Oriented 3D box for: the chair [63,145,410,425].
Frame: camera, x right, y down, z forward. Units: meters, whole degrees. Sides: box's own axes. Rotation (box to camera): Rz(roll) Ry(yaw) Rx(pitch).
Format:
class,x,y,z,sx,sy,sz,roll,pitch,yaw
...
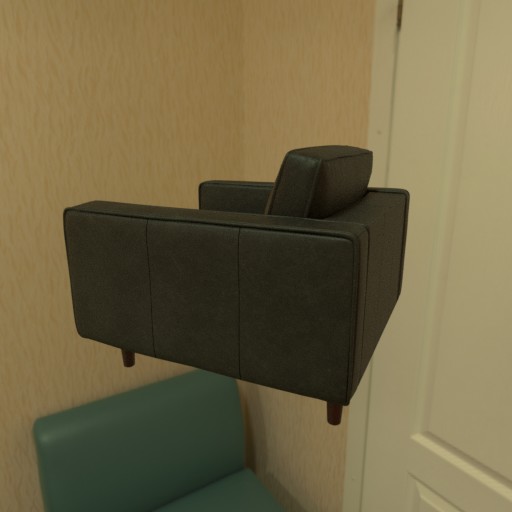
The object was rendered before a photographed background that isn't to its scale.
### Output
class,x,y,z,sx,sy,sz,roll,pitch,yaw
chair,0.000,0.000,1.567,0.914,0.763,0.889,7,17,24
